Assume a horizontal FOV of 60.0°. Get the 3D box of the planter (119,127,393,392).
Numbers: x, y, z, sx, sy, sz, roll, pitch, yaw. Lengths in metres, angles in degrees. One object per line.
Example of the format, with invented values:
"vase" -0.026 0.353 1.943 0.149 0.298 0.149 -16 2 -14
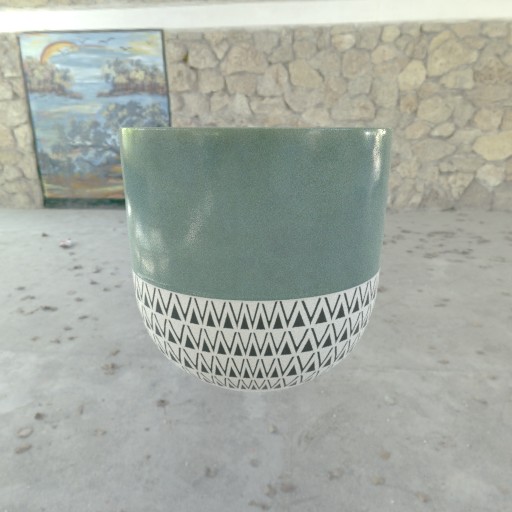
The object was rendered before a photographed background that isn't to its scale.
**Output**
"planter" 0.000 0.000 0.484 0.266 0.270 0.266 0 16 0
